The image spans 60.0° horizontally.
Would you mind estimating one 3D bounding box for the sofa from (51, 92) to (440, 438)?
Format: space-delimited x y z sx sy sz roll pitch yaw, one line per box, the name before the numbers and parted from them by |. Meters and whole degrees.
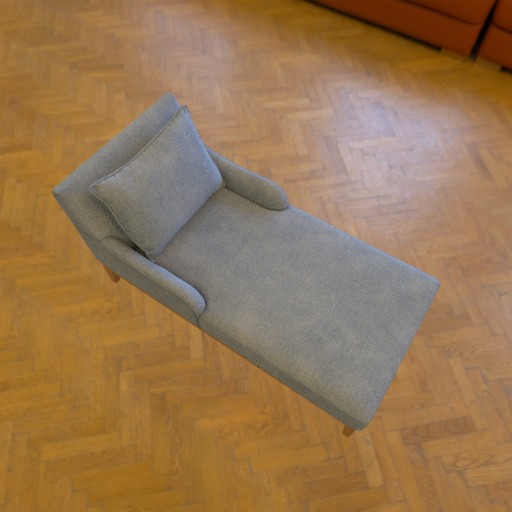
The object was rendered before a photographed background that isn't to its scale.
sofa | 0.000 0.000 2.358 1.779 0.883 0.904 30 63 17
